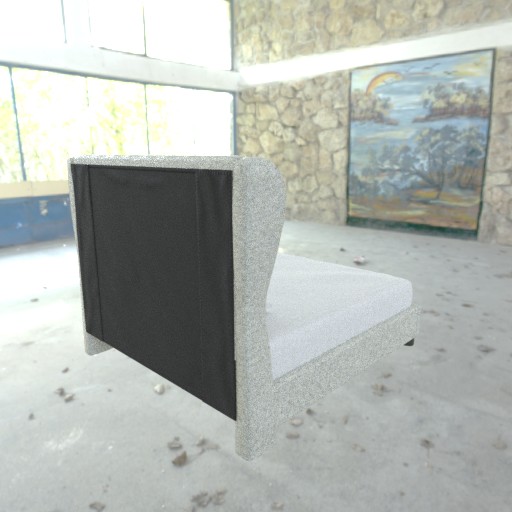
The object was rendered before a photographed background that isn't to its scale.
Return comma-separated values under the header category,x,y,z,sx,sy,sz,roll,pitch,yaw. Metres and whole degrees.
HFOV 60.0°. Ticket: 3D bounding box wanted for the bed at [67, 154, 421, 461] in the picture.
category,x,y,z,sx,sy,sz,roll,pitch,yaw
bed,0.000,0.000,3.963,2.219,1.771,2.347,12,18,43
